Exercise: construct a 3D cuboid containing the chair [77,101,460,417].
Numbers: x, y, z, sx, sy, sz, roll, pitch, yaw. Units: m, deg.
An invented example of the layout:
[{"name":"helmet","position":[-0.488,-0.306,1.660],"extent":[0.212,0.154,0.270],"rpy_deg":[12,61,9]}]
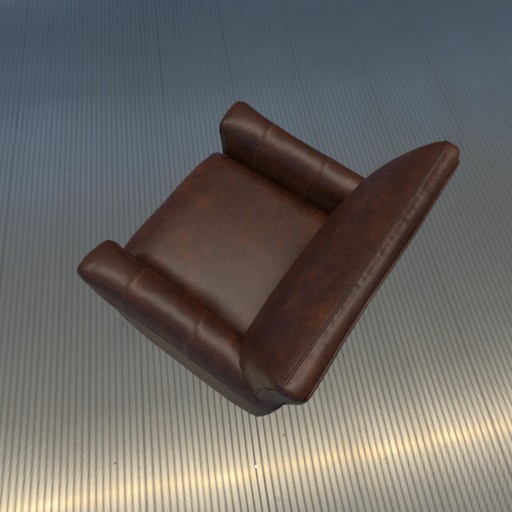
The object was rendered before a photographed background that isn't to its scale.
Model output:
[{"name":"chair","position":[0.000,0.000,1.566],"extent":[0.823,0.943,0.870],"rpy_deg":[33,69,14]}]
